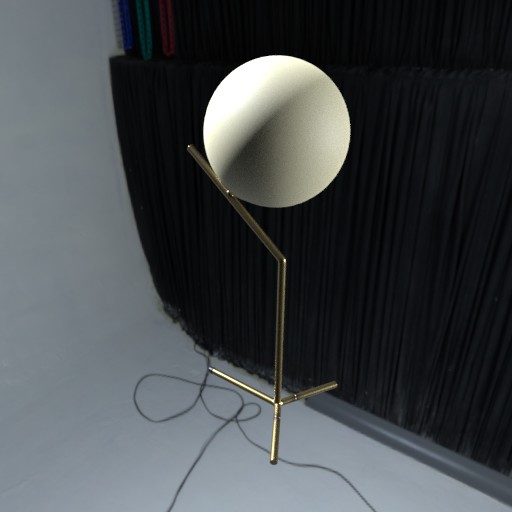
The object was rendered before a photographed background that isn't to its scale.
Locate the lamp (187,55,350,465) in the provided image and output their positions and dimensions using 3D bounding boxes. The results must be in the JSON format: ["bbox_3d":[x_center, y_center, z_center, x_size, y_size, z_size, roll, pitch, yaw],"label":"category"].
[{"bbox_3d":[0.000,0.000,0.668,0.251,0.552,0.210,17,31,32],"label":"lamp"}]
